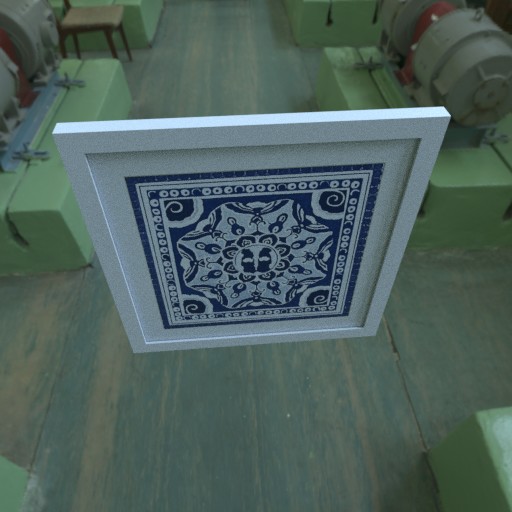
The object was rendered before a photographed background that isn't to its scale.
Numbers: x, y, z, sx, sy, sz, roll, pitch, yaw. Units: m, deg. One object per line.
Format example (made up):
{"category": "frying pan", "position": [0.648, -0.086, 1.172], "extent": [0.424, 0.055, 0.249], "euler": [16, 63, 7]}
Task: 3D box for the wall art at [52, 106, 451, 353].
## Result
{"category": "wall art", "position": [0.000, 0.000, 0.830], "extent": [0.559, 0.559, 0.028], "euler": [-3, 46, -3]}
